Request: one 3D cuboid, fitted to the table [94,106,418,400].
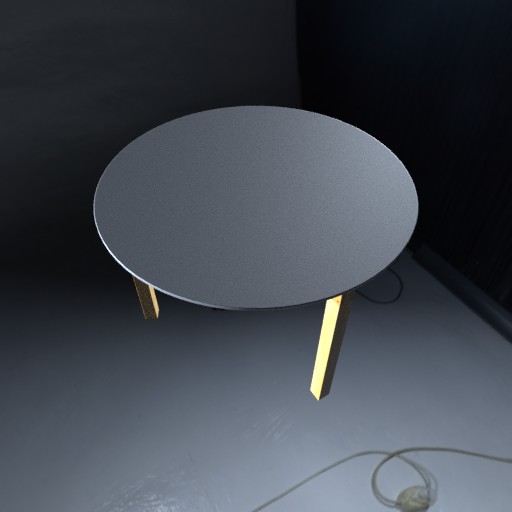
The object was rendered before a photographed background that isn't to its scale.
[{"bbox_3d":[0.000,0.000,0.991,0.600,0.405,0.600,0,46,0],"label":"table"}]
